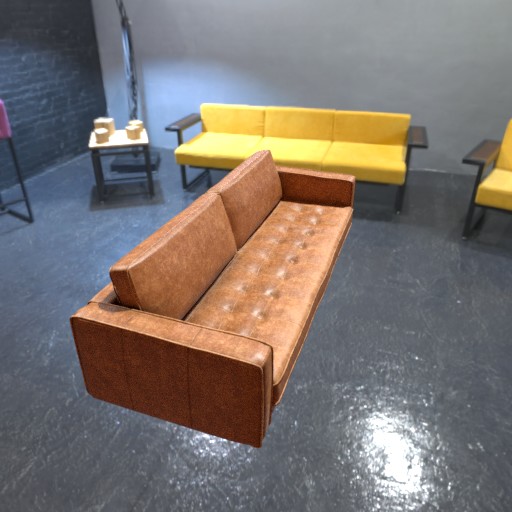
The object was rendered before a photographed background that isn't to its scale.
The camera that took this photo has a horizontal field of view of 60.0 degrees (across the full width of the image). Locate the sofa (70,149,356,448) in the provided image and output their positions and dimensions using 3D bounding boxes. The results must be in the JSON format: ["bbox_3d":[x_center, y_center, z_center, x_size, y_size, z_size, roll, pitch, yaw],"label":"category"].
[{"bbox_3d":[0.000,0.000,2.672,0.886,0.779,2.199,10,31,17],"label":"sofa"}]
